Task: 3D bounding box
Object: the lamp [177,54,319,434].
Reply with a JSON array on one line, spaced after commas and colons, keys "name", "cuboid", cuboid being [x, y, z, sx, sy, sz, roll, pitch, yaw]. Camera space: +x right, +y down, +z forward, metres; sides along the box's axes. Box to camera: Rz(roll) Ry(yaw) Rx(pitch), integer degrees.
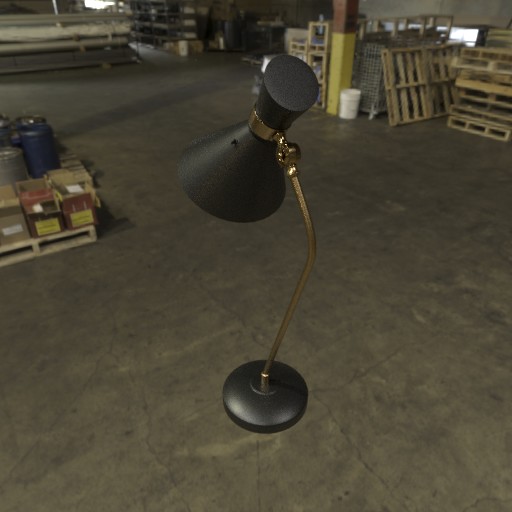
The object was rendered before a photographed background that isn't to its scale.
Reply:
[{"name": "lamp", "cuboid": [0.000, 0.000, 0.767, 0.189, 0.647, 0.292, -19, 36, -29]}]
